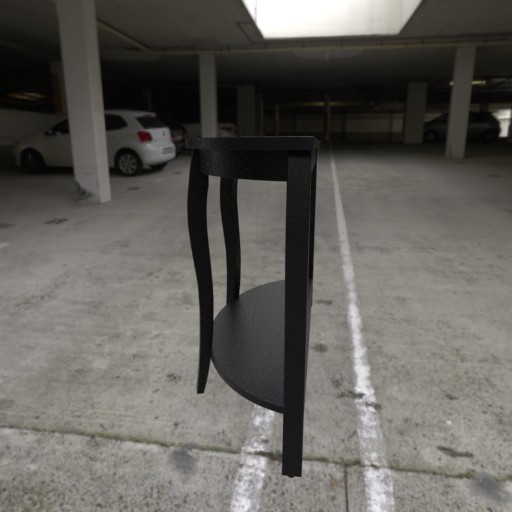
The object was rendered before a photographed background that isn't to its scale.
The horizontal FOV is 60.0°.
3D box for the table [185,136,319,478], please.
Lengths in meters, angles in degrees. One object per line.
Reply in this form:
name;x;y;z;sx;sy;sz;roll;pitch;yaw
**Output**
table;0.000;0.000;1.531;0.394;0.780;1.219;2;14;8
